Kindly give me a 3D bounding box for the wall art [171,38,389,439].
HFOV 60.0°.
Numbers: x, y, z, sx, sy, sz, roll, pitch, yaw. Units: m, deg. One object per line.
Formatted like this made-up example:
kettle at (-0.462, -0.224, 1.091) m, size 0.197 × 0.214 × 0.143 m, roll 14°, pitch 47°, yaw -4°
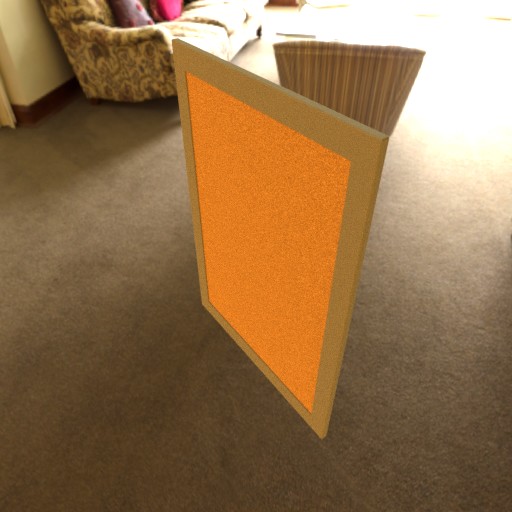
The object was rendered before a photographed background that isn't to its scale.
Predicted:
wall art at (0.000, 0.000, 0.667) m, size 0.012 × 0.529 × 0.374 m, roll -26°, pitch 47°, yaw -27°
